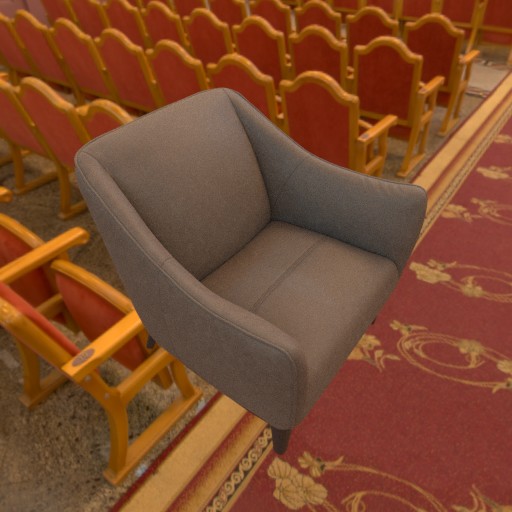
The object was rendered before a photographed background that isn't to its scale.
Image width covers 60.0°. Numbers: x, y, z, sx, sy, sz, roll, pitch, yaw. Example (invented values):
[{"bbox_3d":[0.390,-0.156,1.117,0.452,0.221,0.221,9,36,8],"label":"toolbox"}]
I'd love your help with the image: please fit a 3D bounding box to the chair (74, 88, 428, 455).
[{"bbox_3d":[0.000,0.000,1.527,0.852,0.830,0.871,25,46,27],"label":"chair"}]
